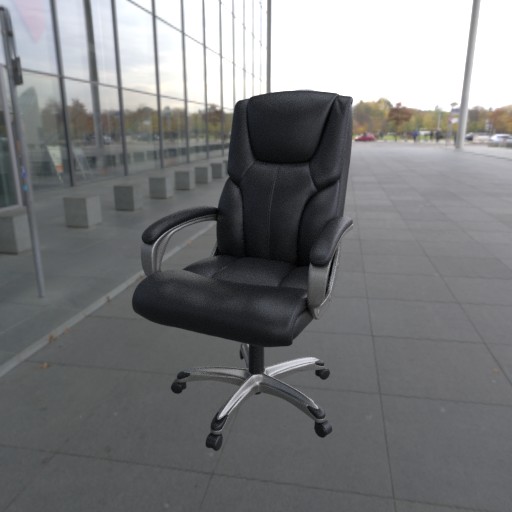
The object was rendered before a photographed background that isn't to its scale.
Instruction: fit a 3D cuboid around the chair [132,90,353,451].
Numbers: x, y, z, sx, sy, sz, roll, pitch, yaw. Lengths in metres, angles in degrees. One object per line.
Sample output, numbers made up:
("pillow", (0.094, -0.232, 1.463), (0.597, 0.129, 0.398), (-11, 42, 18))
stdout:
("chair", (0.000, 0.000, 1.574), (0.663, 1.155, 0.739), (7, 17, 25))
